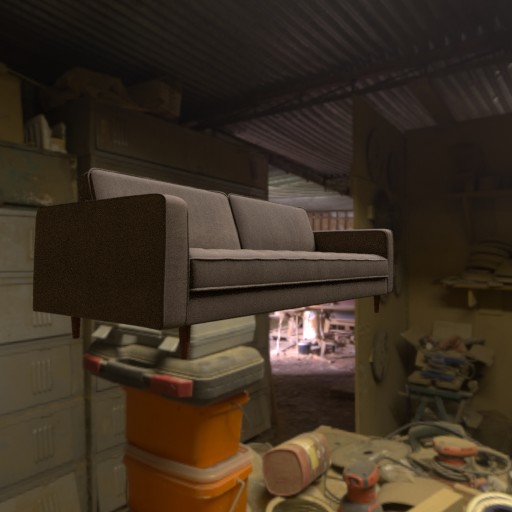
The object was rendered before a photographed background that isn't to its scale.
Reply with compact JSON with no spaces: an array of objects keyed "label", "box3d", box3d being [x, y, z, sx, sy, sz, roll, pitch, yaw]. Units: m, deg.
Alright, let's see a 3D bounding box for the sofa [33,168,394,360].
[{"label":"sofa","box3d":[0.000,0.000,2.678,0.923,0.813,2.295,-1,-1,37]}]
